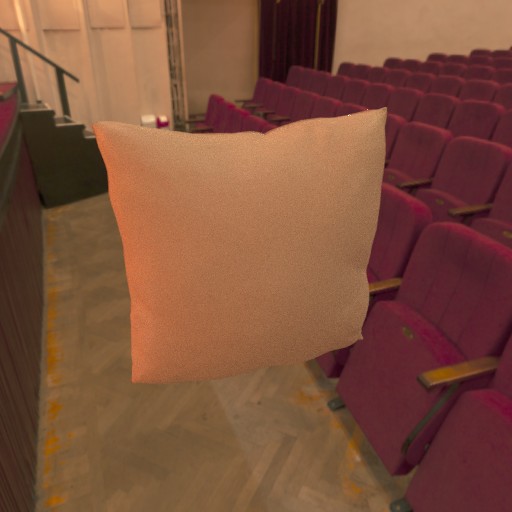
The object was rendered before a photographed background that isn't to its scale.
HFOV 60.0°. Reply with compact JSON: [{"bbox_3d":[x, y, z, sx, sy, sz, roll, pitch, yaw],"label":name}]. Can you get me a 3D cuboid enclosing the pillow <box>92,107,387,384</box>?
[{"bbox_3d":[0.000,0.000,0.723,0.450,0.448,0.245,-8,28,-15],"label":"pillow"}]
